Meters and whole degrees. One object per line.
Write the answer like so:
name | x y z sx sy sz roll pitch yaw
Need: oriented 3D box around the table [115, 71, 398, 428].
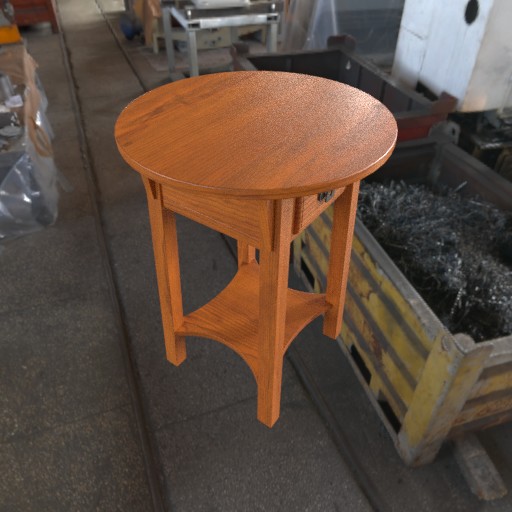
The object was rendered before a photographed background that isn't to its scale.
table | 0.000 0.000 0.933 0.457 0.610 0.457 0 40 0
